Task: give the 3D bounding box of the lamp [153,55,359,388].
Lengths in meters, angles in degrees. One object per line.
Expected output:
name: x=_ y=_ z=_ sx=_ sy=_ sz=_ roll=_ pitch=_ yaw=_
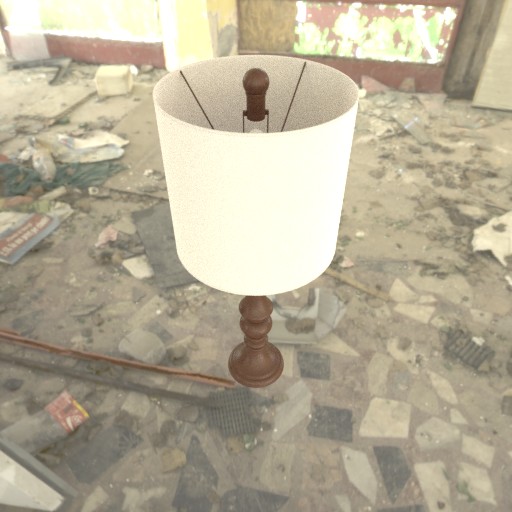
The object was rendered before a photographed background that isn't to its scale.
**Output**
lamp: x=0.000 y=0.000 z=0.727 sx=0.250 sy=0.597 sz=0.250 roll=24 pitch=47 yaw=25
